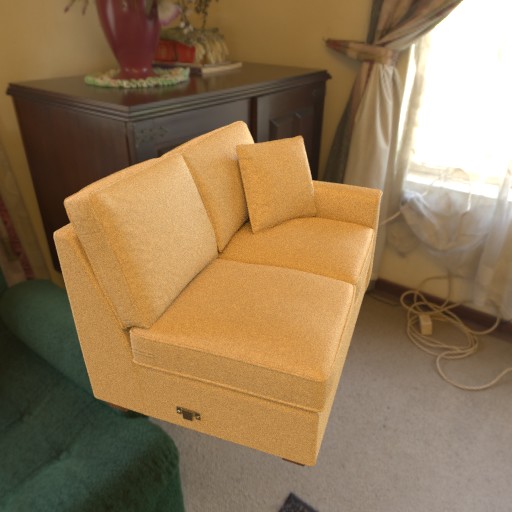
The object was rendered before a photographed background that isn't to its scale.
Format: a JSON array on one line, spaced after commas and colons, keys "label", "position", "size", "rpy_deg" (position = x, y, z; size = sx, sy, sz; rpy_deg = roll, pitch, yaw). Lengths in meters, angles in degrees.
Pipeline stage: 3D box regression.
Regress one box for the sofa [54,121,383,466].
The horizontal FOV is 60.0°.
[{"label": "sofa", "position": [0.000, 0.000, 2.061], "size": [0.991, 0.989, 1.388], "rpy_deg": [10, 30, 18]}]
